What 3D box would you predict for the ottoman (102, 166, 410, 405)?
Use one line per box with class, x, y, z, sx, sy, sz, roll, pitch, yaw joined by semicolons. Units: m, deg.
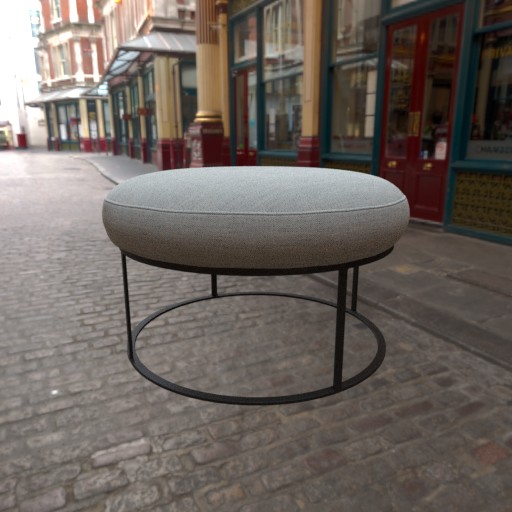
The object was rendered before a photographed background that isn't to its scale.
ottoman;0.000;0.000;1.200;0.769;0.459;0.769;0;14;0
